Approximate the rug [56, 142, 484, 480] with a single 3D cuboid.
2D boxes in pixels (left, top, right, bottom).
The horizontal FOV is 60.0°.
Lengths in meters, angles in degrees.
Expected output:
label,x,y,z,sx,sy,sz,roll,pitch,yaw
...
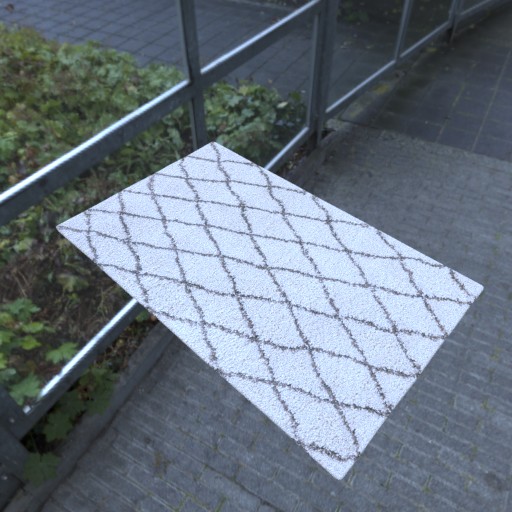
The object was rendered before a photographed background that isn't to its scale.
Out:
label,x,y,z,sx,sy,sz,roll,pitch,yaw
rug,0.000,0.000,2.924,2.438,0.030,1.524,34,55,28
